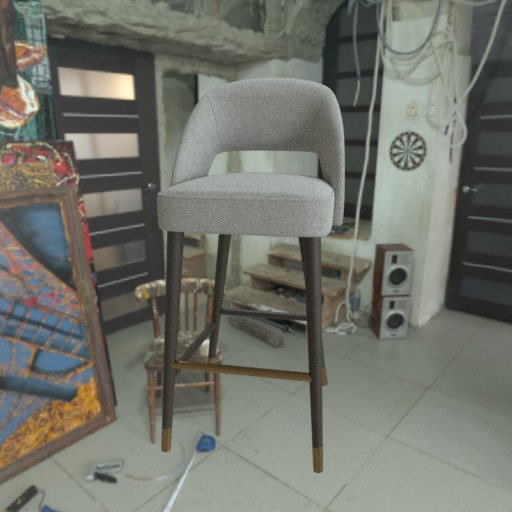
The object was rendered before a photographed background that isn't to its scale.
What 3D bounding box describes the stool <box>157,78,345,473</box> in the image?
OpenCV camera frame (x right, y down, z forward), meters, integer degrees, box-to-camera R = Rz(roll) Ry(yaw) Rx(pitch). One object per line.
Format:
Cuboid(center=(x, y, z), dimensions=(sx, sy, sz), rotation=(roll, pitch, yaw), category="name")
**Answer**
Cuboid(center=(0.000, 0.000, 1.311), dimensions=(0.494, 1.037, 0.509), rotation=(3, 16, 10), category="stool")
